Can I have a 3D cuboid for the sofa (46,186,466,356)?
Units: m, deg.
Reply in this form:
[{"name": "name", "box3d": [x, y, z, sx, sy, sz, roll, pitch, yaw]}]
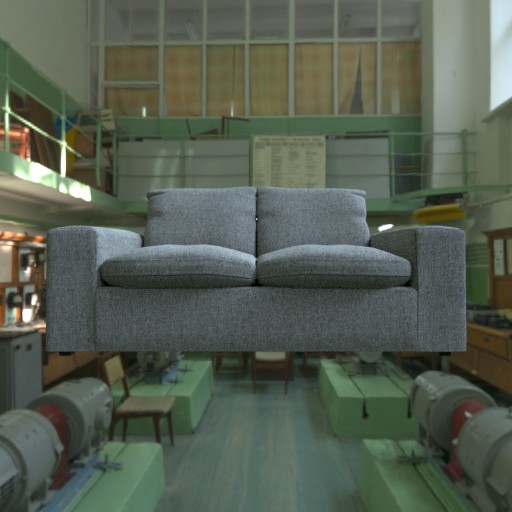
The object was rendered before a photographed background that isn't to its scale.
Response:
[{"name": "sofa", "box3d": [0.000, 0.000, 2.325, 1.758, 0.877, 1.094, 0, -1, 0]}]
